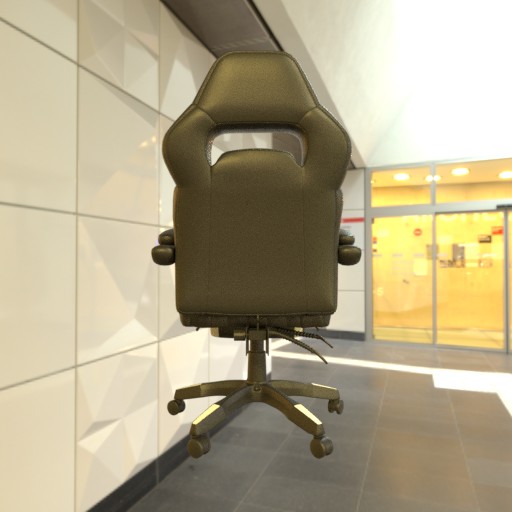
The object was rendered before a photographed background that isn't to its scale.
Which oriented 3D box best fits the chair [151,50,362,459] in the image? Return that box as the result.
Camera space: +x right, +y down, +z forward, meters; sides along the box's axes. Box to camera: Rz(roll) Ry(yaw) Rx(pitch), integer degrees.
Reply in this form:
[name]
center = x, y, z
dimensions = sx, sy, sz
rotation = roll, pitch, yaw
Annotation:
[chair]
center = 0.000, 0.000, 1.604
dimensions = 0.676, 1.200, 0.700
rotation = 0, -1, 0
